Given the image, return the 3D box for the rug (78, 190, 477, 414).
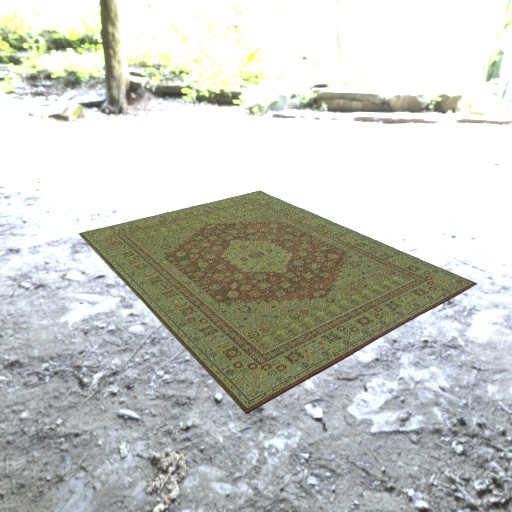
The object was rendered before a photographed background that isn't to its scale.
[{"bbox_3d":[0.000,0.000,4.184,2.387,0.013,3.053,-18,32,-32],"label":"rug"}]
